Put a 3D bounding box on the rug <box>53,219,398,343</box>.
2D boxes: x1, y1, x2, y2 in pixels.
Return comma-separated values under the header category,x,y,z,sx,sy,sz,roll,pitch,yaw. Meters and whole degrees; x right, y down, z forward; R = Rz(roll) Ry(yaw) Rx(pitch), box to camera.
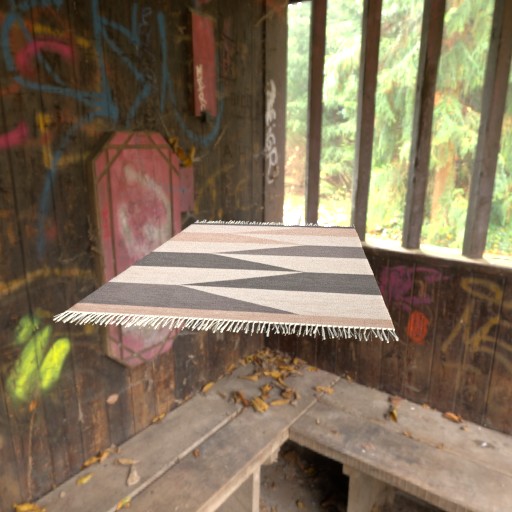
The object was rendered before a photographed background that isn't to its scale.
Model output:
category,x,y,z,sx,sy,sz,roll,pitch,yaw
rug,0.000,0.000,2.487,1.224,0.027,2.021,2,15,8
